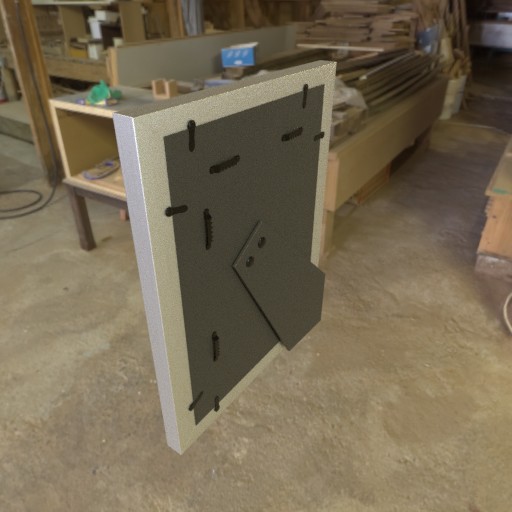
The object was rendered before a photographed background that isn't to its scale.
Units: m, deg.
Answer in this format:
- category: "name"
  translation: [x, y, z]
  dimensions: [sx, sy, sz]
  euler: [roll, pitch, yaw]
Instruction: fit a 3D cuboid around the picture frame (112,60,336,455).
- category: "picture frame"
  translation: [0.000, 0.000, 0.520]
  dimensions: [0.036, 0.386, 0.307]
  euler: [21, 38, 30]
